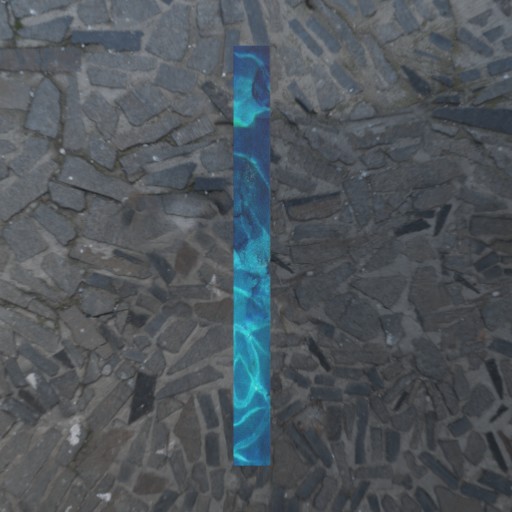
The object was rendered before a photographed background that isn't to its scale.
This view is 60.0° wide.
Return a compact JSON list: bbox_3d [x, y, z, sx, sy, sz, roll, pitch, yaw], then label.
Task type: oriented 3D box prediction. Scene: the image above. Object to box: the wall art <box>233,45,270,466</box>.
[{"bbox_3d":[0.000,0.000,0.709,0.038,0.508,0.432,0,90,1],"label":"wall art"}]
